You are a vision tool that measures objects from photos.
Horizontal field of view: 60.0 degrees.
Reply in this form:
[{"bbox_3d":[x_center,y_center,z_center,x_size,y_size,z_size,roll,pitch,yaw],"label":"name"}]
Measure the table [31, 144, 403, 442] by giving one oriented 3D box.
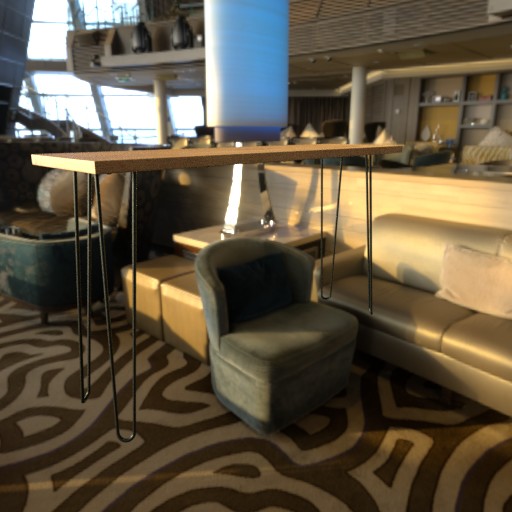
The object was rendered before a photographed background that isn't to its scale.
[{"bbox_3d":[0.000,0.000,1.703,1.400,0.799,0.399,-15,22,-42],"label":"table"}]
